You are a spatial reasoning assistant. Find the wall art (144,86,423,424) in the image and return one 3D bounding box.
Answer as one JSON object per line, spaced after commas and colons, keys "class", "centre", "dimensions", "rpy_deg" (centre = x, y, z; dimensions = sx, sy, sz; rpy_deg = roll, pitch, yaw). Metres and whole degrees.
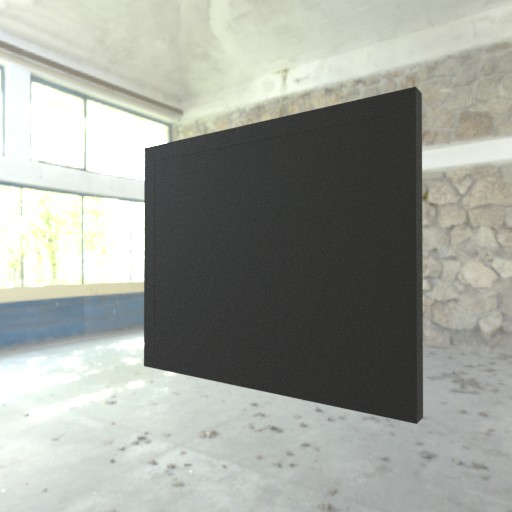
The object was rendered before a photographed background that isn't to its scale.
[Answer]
{"class": "wall art", "centre": [0.000, 0.000, 0.775], "dimensions": [0.558, 0.457, 0.029], "rpy_deg": [0, -1, 36]}
